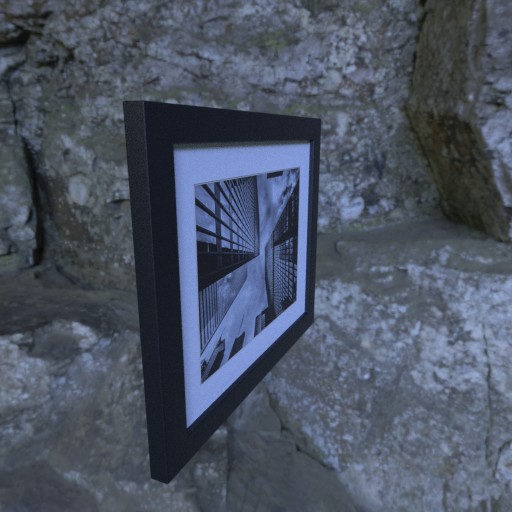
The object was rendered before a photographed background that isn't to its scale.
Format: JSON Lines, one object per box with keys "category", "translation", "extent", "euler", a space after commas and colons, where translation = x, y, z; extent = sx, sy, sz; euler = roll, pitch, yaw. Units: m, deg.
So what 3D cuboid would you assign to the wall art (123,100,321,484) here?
{"category": "wall art", "translation": [0.000, 0.000, 0.741], "extent": [0.031, 0.457, 0.558], "euler": [7, 17, 25]}
